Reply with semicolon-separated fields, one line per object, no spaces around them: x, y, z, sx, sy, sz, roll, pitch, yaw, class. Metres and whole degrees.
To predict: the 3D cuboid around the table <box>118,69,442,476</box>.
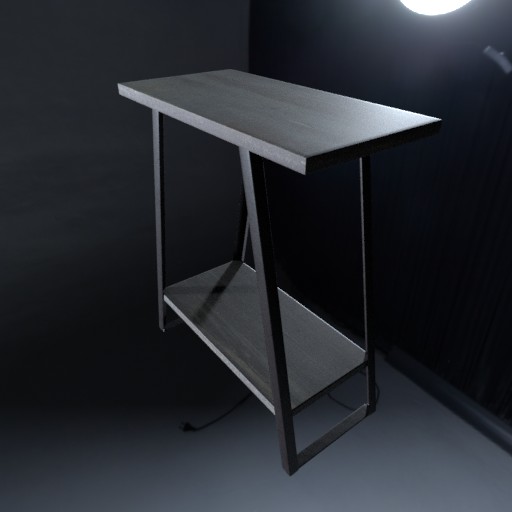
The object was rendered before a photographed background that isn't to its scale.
0.000;0.000;1.023;0.300;0.701;0.599;-22;38;-31;table
